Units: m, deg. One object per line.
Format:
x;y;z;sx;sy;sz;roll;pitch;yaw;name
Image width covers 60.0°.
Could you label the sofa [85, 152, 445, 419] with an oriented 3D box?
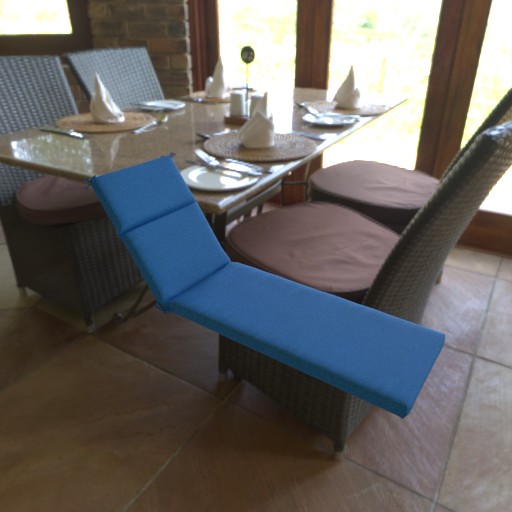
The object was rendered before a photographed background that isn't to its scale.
0.000;0.000;2.039;1.663;0.622;0.582;18;33;31;sofa
